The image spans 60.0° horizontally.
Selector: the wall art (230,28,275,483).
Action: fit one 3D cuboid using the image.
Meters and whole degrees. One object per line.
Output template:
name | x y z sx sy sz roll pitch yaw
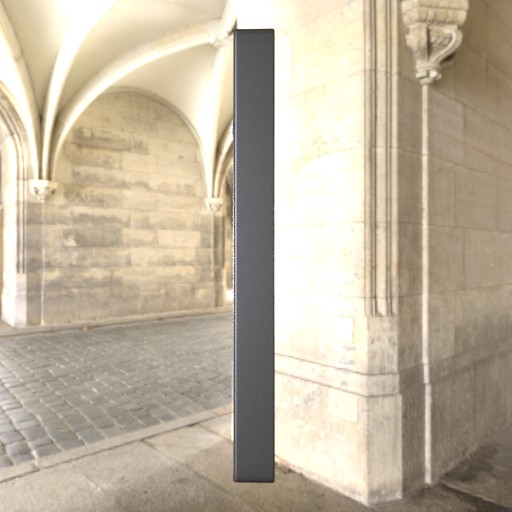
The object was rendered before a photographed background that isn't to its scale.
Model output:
wall art | 0.000 0.000 0.596 0.041 0.407 0.406 0 0 1
